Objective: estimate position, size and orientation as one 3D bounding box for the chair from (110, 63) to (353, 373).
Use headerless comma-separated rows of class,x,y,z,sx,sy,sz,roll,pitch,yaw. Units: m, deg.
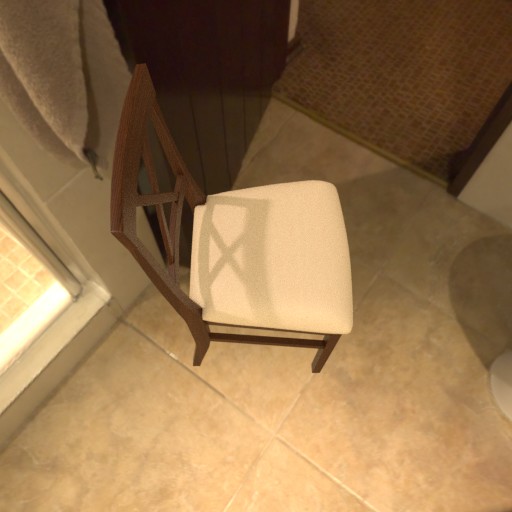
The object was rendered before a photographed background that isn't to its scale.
chair,0.000,0.000,1.166,0.480,0.913,0.440,-1,63,0
